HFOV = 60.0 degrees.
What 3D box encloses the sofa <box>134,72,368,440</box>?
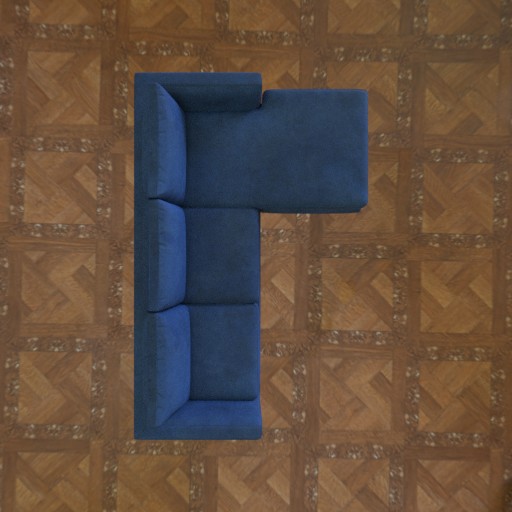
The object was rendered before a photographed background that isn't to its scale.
[{"bbox_3d":[0.000,0.000,3.179,1.622,0.987,2.438,0,90,0],"label":"sofa"}]
